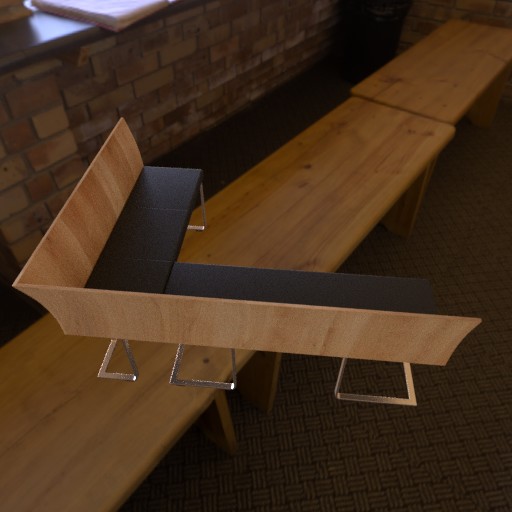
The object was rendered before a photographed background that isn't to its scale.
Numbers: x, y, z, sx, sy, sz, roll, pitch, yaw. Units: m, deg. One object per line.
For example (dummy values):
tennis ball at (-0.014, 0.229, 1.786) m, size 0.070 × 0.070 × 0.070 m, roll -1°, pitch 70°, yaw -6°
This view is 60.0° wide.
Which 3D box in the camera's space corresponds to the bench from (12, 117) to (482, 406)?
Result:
bench at (0.000, 0.000, 2.676) m, size 1.945 × 0.930 × 1.495 m, roll 4°, pitch 45°, yaw 4°
